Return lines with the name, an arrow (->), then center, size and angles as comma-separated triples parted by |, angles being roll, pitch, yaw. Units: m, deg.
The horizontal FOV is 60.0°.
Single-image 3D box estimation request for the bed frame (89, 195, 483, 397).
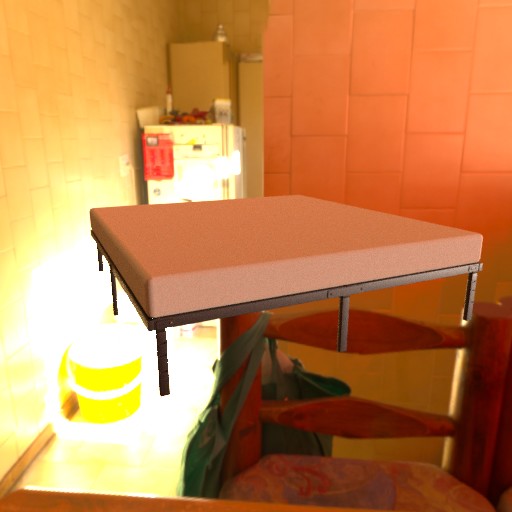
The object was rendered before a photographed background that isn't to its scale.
bed frame -> 0.000, 0.000, 3.967 | 2.526, 0.680, 2.635 | -7, 16, -25
